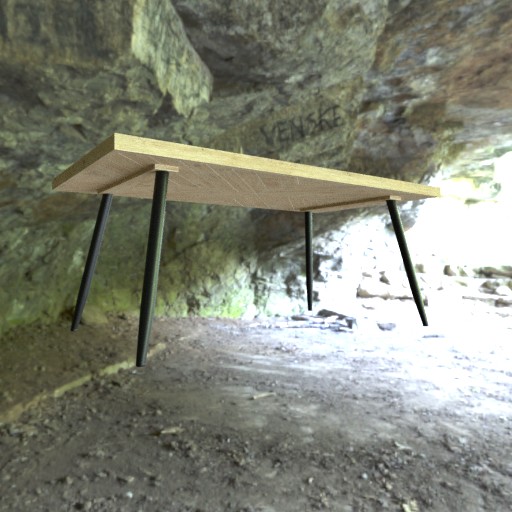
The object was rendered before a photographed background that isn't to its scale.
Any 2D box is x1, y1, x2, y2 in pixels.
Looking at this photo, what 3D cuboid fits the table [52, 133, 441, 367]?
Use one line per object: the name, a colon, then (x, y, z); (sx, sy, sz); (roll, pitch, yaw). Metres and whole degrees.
table: (0.000, 0.000, 2.333); (1.803, 0.762, 0.991); (1, -1, -35)
